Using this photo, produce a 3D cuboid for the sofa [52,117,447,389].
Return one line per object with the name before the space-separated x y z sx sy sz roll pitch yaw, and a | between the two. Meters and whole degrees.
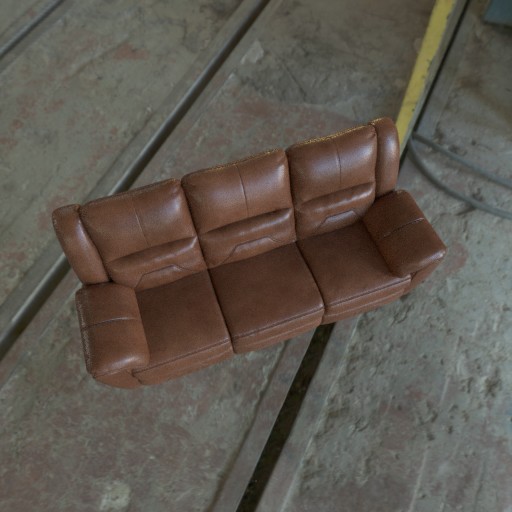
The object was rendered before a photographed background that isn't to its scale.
sofa | 0.000 0.000 2.941 2.337 1.043 0.991 -18 64 -9
